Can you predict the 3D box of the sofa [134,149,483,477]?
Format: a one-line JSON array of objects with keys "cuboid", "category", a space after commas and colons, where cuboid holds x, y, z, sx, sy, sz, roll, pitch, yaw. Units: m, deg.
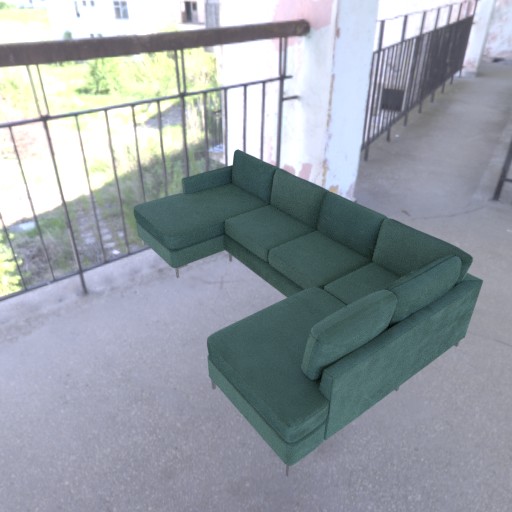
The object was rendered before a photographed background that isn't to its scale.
[{"cuboid": [0.000, 0.000, 4.305, 2.055, 0.992, 3.434, -22, 38, -31], "category": "sofa"}]
